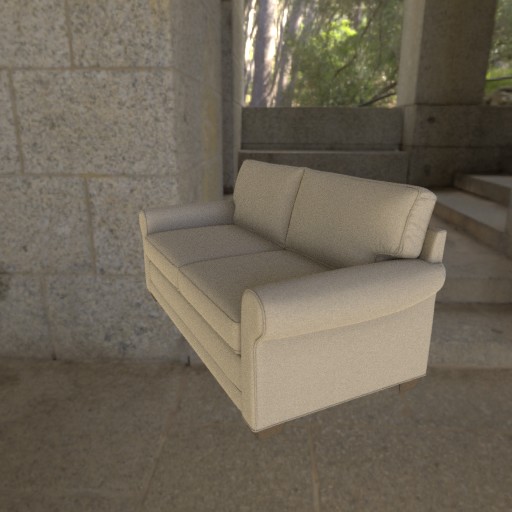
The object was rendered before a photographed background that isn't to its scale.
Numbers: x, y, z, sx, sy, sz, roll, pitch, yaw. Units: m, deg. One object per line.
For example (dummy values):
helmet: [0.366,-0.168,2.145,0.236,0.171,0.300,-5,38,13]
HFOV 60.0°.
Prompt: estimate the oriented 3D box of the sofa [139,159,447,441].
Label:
sofa: [0.000,0.000,2.492,0.940,0.952,1.930,-8,18,-25]
